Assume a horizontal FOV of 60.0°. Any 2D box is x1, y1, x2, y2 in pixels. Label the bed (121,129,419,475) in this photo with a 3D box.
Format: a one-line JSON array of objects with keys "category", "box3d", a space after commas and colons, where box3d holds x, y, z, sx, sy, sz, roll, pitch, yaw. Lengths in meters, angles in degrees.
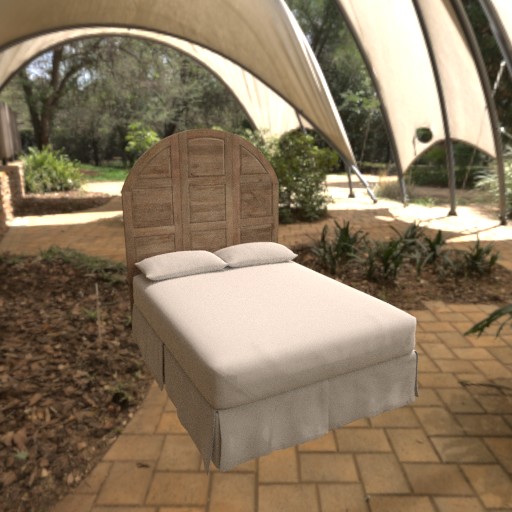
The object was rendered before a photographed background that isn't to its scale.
[{"category": "bed", "box3d": [0.000, 0.000, 3.569, 1.713, 2.002, 2.112, -8, 17, -27]}]
